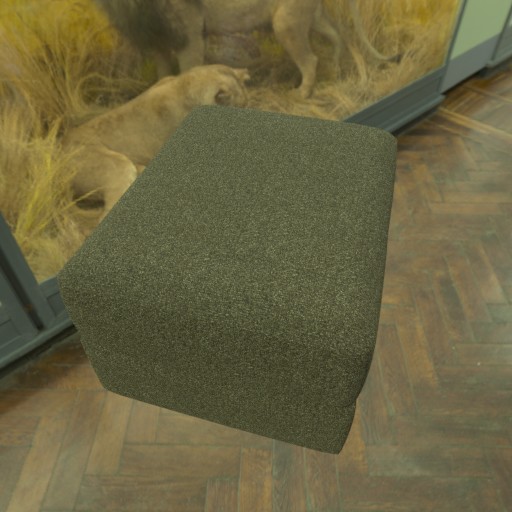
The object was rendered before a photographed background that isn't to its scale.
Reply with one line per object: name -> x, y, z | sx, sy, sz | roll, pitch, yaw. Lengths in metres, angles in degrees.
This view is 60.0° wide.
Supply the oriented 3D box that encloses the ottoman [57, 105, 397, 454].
ottoman -> 0.000, 0.000, 1.119 | 0.598, 0.476, 0.742 | 11, 46, 11
